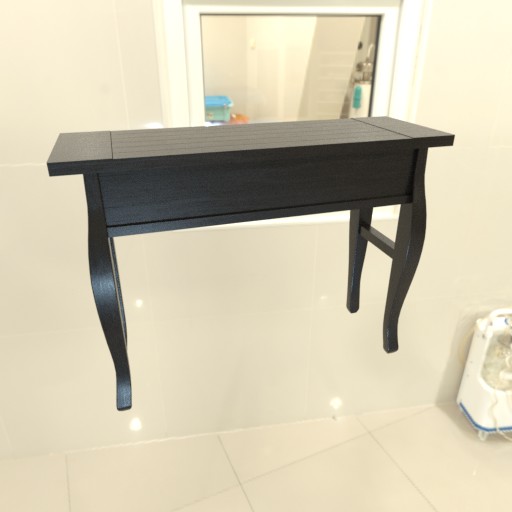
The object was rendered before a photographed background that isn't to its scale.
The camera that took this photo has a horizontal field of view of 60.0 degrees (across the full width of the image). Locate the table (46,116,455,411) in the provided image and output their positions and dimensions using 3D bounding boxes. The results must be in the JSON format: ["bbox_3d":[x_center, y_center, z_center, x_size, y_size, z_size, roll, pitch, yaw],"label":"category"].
[{"bbox_3d":[0.000,0.000,1.423,1.062,0.768,0.373,-8,27,-15],"label":"table"}]
